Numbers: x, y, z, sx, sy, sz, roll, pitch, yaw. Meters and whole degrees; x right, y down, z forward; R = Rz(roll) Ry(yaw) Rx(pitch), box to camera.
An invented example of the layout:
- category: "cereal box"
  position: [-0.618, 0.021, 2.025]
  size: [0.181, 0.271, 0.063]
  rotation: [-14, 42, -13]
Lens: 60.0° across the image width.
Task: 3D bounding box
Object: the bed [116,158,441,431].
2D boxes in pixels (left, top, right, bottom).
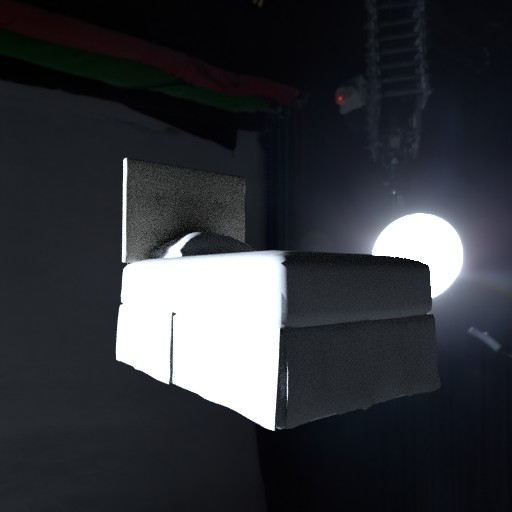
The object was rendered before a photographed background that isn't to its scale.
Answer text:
- category: "bed"
  position: [0.000, 0.000, 3.003]
  size: [1.261, 1.571, 1.997]
  rotation: [2, -3, -37]
